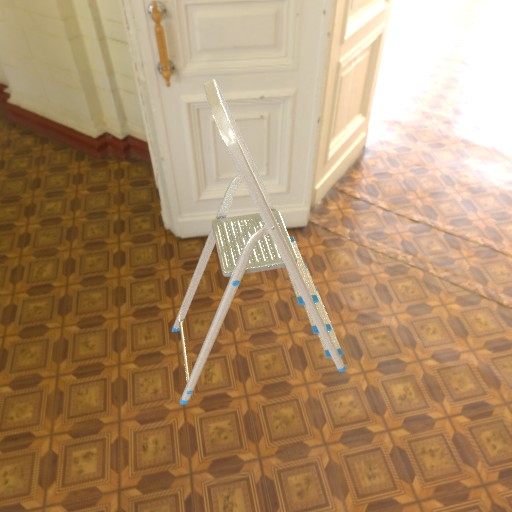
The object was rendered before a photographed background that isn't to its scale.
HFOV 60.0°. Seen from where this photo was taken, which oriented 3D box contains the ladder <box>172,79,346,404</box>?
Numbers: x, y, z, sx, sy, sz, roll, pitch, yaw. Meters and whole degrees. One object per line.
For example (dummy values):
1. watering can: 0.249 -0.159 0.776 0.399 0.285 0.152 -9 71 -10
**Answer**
1. ladder: 0.000 0.000 1.810 0.842 1.434 0.445 -9 48 -9
